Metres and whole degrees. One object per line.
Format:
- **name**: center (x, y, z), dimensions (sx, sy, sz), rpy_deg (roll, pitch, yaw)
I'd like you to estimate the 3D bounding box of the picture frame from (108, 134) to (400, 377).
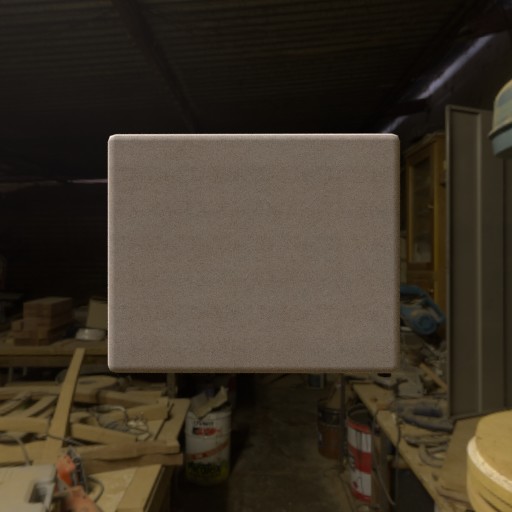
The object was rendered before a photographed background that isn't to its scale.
- **picture frame**: center (0.000, 0.000, 2.681), dimensions (1.069, 0.891, 2.161), rpy_deg (0, 0, 0)
